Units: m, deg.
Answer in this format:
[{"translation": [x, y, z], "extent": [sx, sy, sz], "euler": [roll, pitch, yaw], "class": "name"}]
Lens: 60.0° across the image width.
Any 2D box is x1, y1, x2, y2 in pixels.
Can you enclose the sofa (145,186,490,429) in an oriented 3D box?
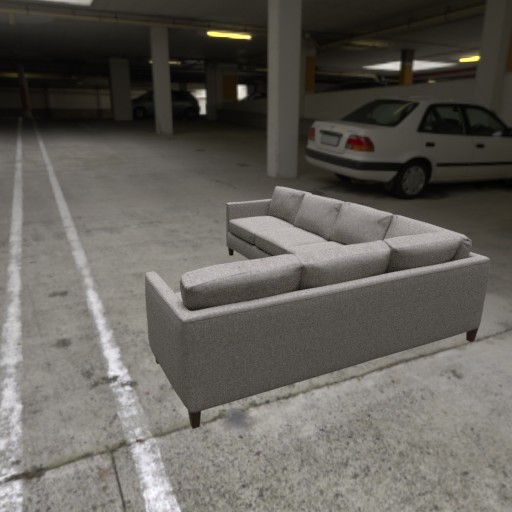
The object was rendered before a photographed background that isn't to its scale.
[{"translation": [0.000, 0.000, 4.427], "extent": [2.593, 0.947, 3.302], "euler": [-8, 19, -25], "class": "sofa"}]
